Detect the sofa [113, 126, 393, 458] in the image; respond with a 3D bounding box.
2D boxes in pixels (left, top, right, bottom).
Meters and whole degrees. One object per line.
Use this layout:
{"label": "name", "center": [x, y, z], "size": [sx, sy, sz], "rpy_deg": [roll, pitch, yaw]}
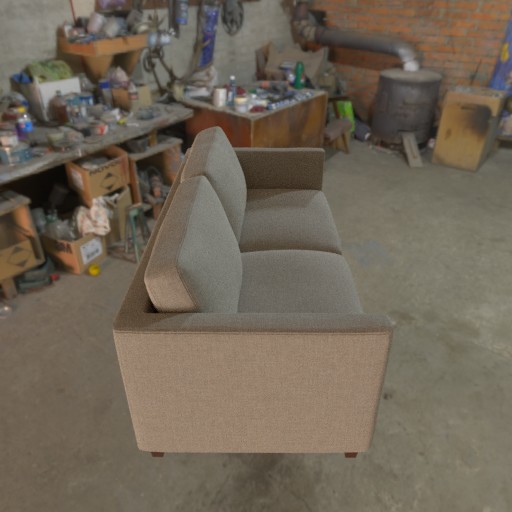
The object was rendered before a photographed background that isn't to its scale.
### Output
{"label": "sofa", "center": [0.000, 0.000, 2.351], "size": [0.951, 0.947, 1.884], "rpy_deg": [0, 32, 0]}
